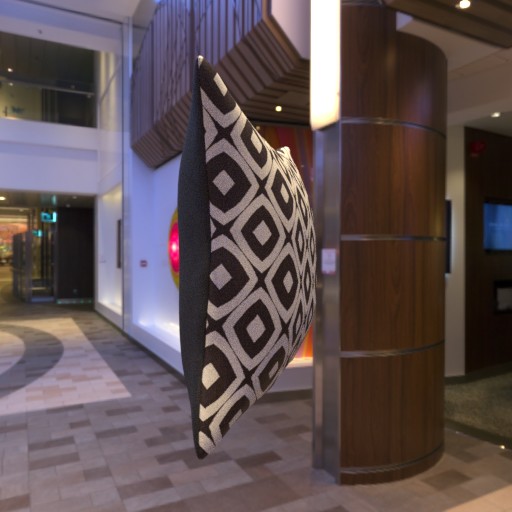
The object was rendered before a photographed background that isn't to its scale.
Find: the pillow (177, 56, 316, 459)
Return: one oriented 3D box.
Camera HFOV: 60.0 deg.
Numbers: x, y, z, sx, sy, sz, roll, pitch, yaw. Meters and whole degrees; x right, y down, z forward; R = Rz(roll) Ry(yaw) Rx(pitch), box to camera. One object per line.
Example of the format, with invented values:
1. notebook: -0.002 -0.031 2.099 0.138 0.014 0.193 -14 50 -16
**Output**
1. pillow: 0.000 0.000 0.779 0.188 0.494 0.504 0 0 16
